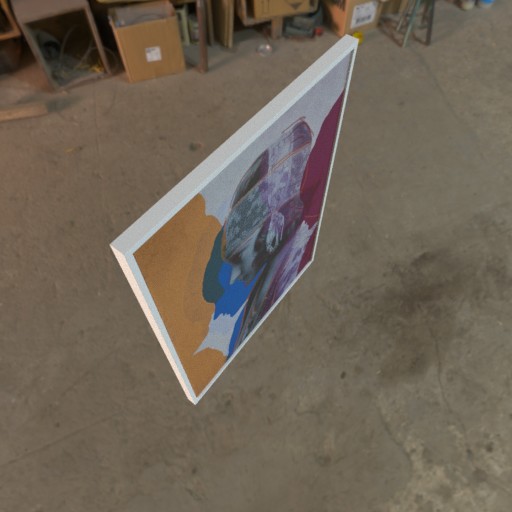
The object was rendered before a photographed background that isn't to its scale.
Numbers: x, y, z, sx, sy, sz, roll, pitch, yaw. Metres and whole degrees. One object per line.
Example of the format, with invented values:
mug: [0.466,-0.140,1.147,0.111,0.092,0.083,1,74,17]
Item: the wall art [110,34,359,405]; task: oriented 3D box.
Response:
wall art: [0.000,0.000,1.381,0.039,1.050,0.795,33,64,19]
